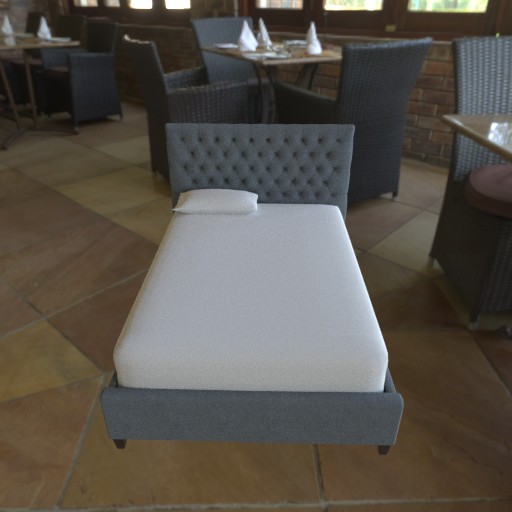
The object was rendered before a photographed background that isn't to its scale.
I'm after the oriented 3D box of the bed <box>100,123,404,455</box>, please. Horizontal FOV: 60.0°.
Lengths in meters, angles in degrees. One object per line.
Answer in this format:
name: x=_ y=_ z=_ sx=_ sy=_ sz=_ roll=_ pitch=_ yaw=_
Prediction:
bed: x=0.000 y=0.000 z=3.308 sx=1.698 sy=1.411 sz=2.335 roll=1 pitch=30 yaw=1
